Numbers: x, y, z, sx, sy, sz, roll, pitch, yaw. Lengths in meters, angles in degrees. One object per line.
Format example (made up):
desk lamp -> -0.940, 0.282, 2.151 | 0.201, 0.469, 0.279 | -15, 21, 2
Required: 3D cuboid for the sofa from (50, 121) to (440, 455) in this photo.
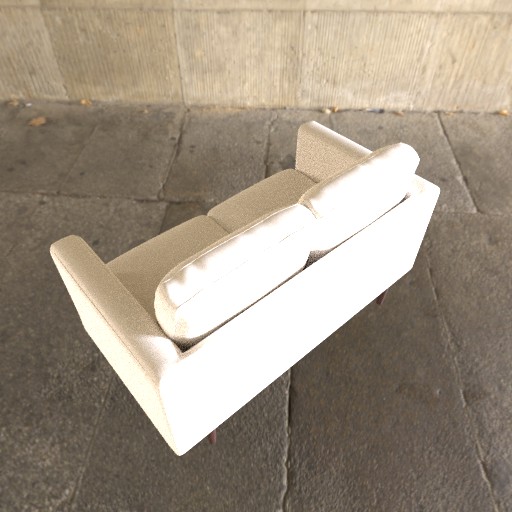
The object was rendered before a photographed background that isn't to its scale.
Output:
sofa -> 0.000, 0.000, 1.948 | 1.430, 0.908, 0.796 | -32, 54, -27
